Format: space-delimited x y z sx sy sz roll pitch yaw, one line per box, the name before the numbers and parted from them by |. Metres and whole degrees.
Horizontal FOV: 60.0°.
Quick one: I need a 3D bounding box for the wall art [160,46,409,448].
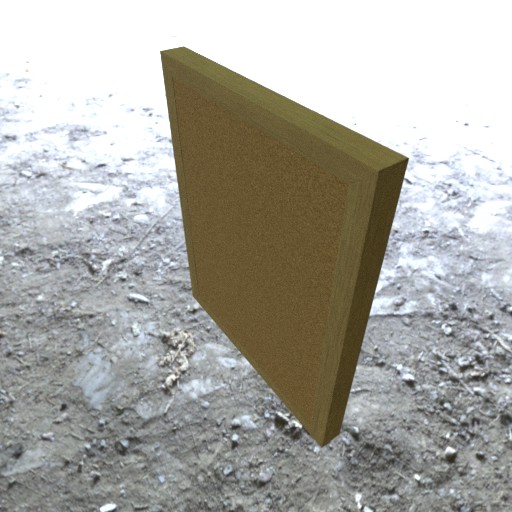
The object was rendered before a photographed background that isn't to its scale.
wall art | 0.000 0.000 0.512 0.030 0.380 0.312 -25 47 -26
